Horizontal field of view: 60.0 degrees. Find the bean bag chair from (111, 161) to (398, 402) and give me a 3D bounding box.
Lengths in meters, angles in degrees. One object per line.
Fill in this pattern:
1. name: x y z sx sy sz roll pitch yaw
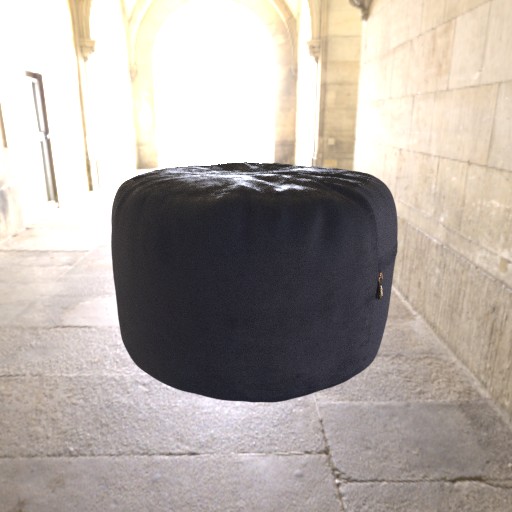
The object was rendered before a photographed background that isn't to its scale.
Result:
1. bean bag chair: 0.000 0.000 1.978 1.219 0.762 1.219 0 17 0
